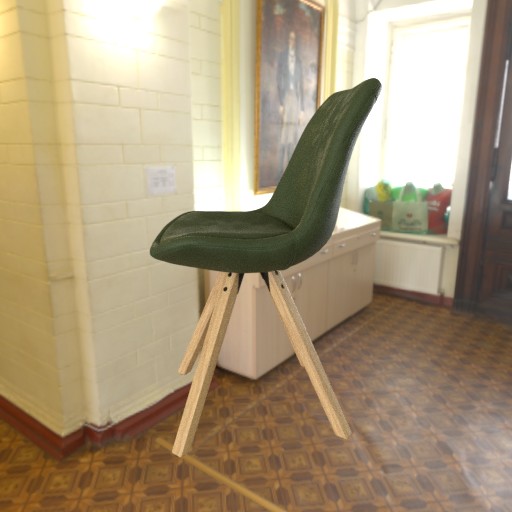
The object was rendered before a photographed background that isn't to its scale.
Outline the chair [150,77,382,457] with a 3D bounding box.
[{"bbox_3d":[0.000,0.000,1.181,0.547,0.865,0.483,-2,13,-8],"label":"chair"}]
